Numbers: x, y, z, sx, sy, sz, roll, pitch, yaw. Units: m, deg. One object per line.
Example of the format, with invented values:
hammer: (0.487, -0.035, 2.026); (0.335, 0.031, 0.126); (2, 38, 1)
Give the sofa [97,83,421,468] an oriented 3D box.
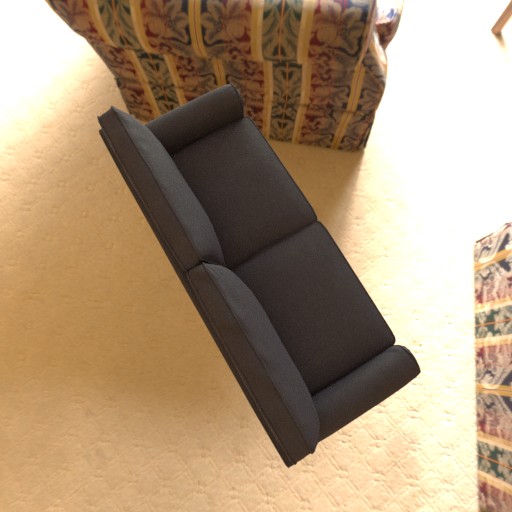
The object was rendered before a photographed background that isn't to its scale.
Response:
sofa: (0.000, 0.000, 2.821); (0.983, 1.094, 2.256); (-30, 78, -7)
